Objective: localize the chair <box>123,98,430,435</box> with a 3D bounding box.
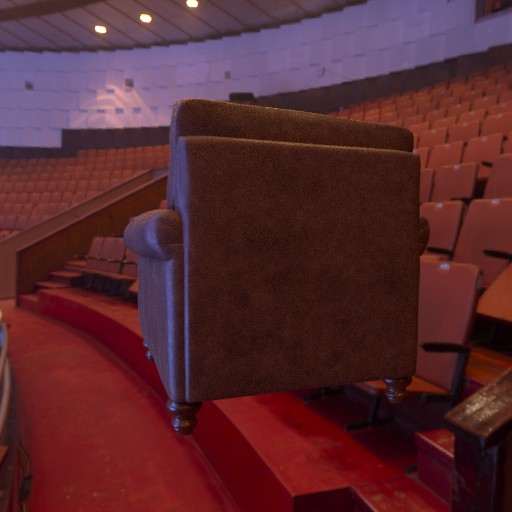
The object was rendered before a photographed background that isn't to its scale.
[{"bbox_3d":[0.000,0.000,1.760,0.996,0.976,1.002,-1,2,-19],"label":"chair"}]
